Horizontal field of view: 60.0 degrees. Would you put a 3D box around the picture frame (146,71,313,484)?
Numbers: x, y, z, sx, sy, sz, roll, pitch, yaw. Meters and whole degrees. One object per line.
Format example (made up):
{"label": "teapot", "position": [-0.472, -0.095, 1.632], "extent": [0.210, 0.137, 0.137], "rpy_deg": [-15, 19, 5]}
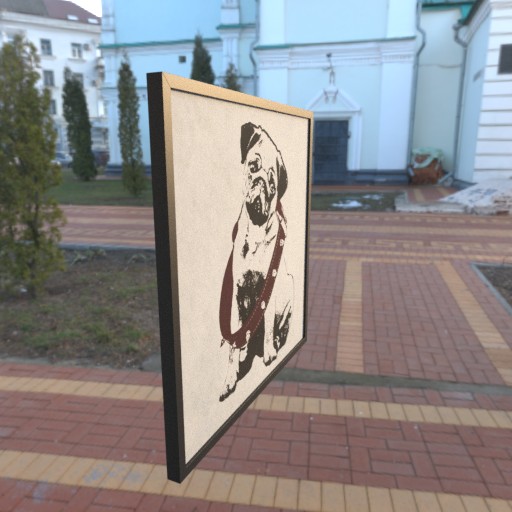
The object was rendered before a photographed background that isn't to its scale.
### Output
{"label": "picture frame", "position": [0.000, 0.000, 1.149], "extent": [0.032, 0.775, 0.775], "rpy_deg": [6, 14, 25]}
